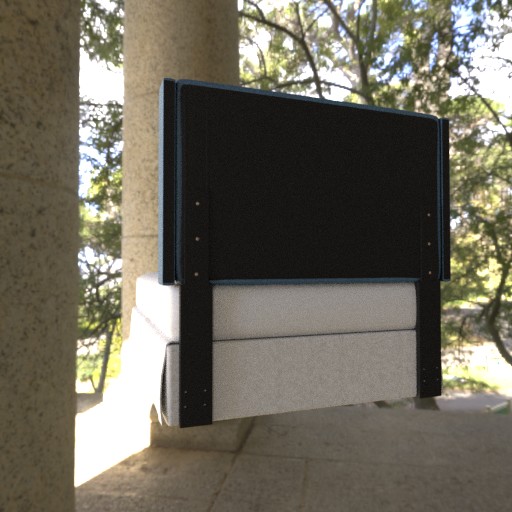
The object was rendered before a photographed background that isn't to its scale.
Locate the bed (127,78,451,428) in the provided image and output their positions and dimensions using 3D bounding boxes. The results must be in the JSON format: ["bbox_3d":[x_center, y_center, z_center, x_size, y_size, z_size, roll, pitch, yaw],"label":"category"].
[{"bbox_3d":[0.000,0.000,3.315,1.719,1.665,2.078,0,-1,-20],"label":"bed"}]
